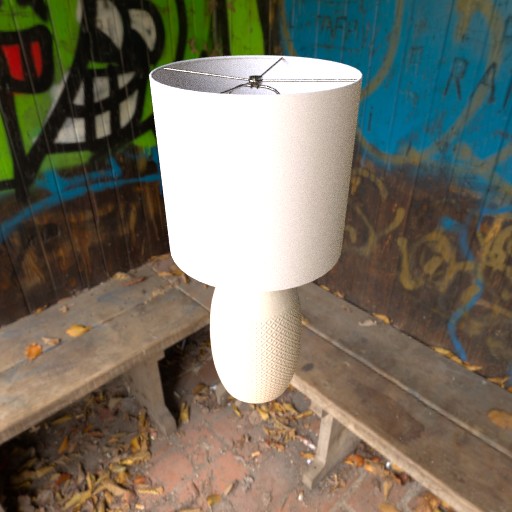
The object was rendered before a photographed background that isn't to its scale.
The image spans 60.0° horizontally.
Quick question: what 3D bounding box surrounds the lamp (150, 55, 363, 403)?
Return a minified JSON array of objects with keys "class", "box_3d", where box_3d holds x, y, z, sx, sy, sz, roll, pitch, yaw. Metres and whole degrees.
[{"class":"lamp","box_3d":[0.000,0.000,0.580,0.217,0.453,0.217,10,34,15]}]
